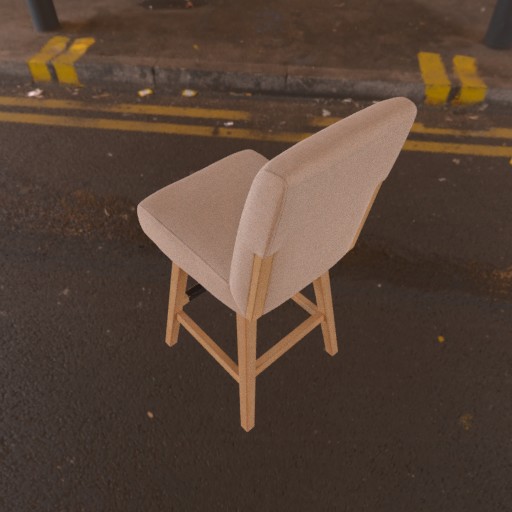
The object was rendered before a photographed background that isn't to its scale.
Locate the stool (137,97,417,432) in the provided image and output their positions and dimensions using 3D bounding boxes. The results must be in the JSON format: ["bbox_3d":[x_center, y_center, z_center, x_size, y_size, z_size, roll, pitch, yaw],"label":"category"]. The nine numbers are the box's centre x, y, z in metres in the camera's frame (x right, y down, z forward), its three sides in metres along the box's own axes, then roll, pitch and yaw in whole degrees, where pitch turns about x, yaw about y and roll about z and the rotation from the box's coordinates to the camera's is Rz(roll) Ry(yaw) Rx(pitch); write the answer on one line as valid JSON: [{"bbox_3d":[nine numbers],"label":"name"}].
[{"bbox_3d":[0.000,0.000,1.269,0.446,1.015,0.543,-33,54,-28],"label":"stool"}]
